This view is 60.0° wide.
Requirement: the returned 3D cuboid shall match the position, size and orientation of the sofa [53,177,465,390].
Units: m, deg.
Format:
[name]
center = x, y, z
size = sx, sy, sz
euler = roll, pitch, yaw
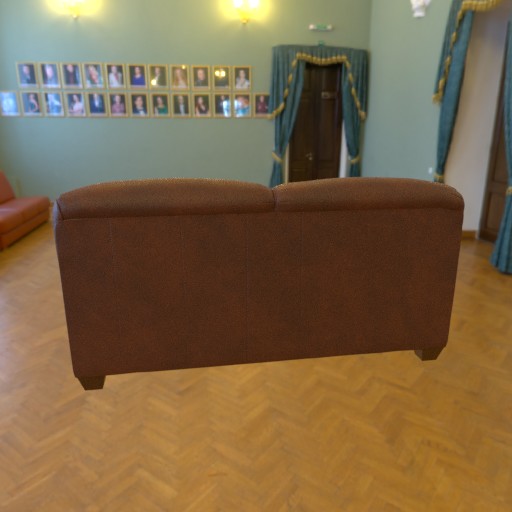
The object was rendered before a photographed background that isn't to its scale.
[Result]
[sofa]
center = 0.000, 0.000, 2.480
size = 1.856, 0.966, 1.000
euler = -3, 17, -9
